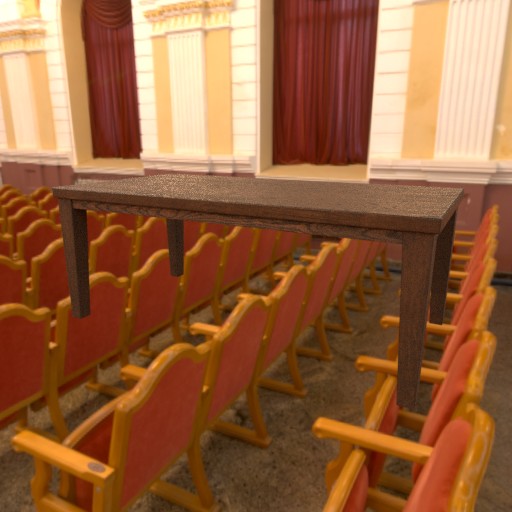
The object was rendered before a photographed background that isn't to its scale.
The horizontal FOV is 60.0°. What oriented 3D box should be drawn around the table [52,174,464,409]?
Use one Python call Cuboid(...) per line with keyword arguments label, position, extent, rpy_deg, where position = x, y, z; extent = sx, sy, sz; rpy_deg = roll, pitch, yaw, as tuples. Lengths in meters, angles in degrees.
Cuboid(label="table", position=(0.000, 0.000, 2.489), extent=(1.981, 0.762, 1.016), rpy_deg=(8, 17, 27))
